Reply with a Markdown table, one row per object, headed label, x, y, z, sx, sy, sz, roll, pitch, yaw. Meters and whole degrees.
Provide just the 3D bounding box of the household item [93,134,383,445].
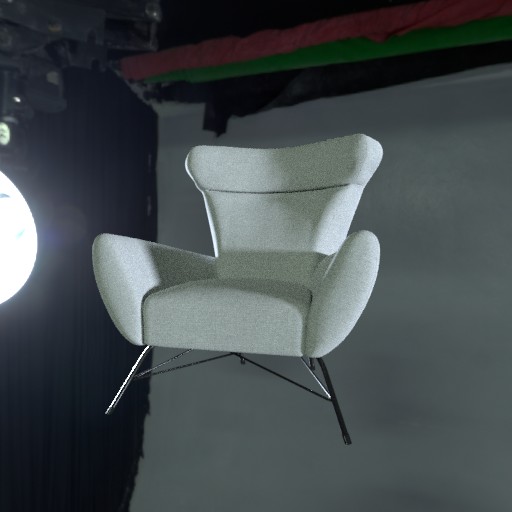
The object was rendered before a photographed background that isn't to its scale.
| label | x | y | z | sx | sy | sz | roll | pitch | yaw |
| --- | --- | --- | --- | --- | --- | --- | --- | --- | --- |
| household item | 0.000 | 0.000 | 1.792 | 0.980 | 1.050 | 0.900 | 0 | 1 | 17 |
